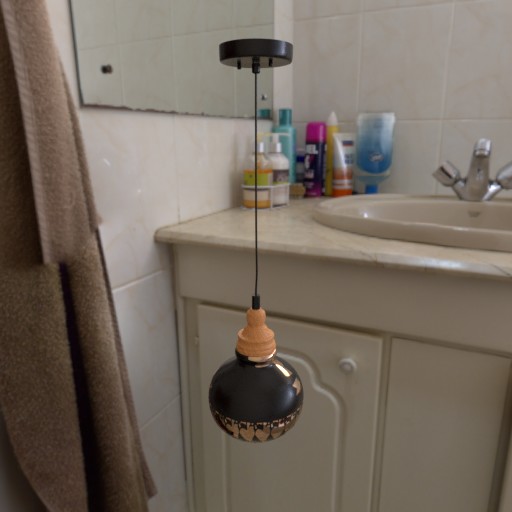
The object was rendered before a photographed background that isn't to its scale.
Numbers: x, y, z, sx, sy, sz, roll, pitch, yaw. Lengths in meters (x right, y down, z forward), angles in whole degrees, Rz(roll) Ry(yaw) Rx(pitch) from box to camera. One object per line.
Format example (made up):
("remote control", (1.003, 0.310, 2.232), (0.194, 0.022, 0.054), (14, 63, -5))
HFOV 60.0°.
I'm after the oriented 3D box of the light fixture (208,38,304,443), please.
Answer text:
("light fixture", (0.000, 0.000, 1.848), (0.430, 1.606, 0.430), (8, 16, 27))
